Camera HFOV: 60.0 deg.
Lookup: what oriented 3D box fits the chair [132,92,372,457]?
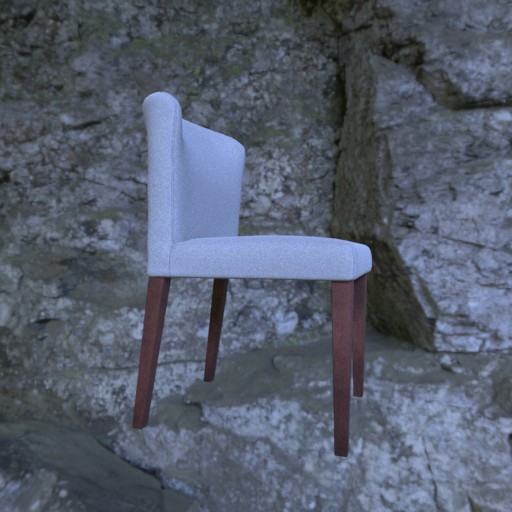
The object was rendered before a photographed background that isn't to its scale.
[{"bbox_3d":[0.000,0.000,1.213,0.592,0.839,0.491,0,0,18],"label":"chair"}]
